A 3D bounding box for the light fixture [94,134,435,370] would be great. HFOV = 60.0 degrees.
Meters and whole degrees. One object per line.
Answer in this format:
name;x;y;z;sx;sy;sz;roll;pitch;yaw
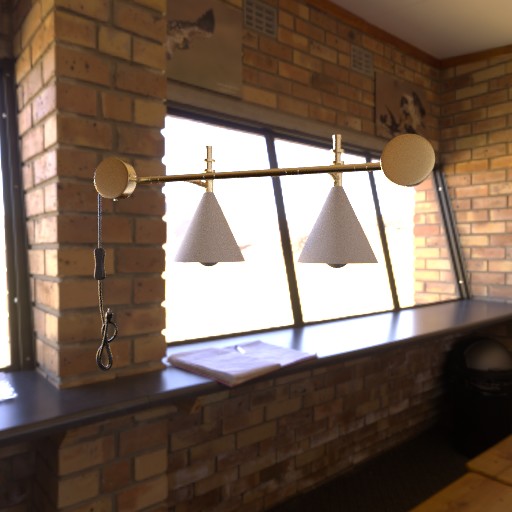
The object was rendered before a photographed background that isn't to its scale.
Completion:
light fixture;0.000;0.000;0.874;0.642;0.468;0.239;0;1;19
